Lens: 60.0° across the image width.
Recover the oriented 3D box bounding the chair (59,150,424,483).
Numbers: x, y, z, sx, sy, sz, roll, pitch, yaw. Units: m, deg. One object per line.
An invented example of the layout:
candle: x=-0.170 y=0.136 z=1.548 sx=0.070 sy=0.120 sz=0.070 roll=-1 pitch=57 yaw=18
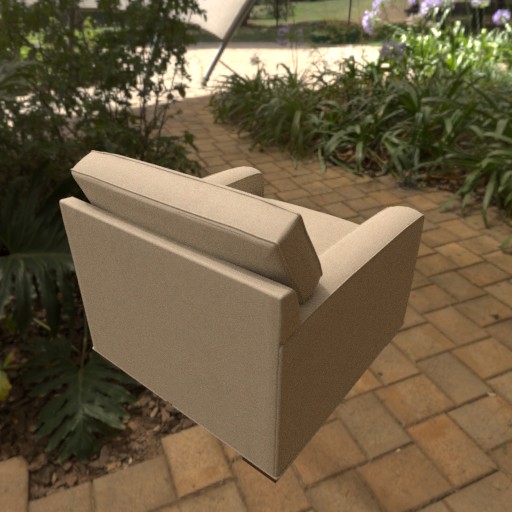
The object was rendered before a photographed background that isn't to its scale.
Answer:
chair: x=0.000 y=0.000 z=1.812 sx=0.998 sy=0.913 sz=1.043 roll=21 pitch=36 yaw=33
